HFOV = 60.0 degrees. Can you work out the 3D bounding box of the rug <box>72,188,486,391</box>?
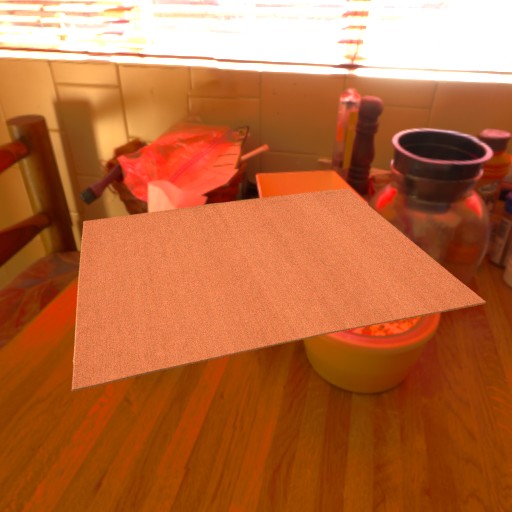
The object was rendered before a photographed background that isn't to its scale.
[{"bbox_3d":[0.000,0.000,4.211,3.202,0.045,2.434,-9,33,-14],"label":"rug"}]
